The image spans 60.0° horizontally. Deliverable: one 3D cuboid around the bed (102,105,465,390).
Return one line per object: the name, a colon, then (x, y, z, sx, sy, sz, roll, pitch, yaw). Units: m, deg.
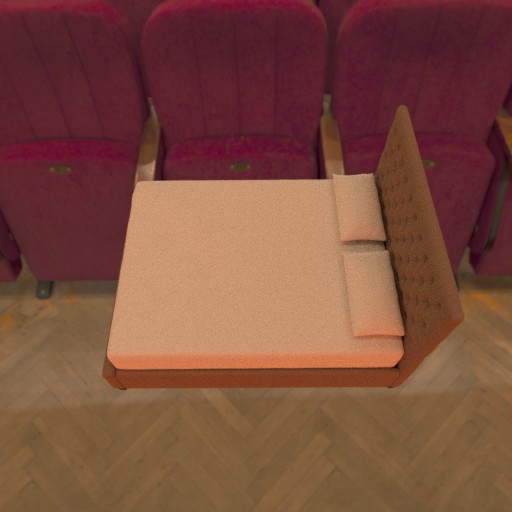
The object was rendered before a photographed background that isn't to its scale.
bed: (0.000, 0.000, 3.363, 2.233, 1.426, 1.696, 0, 59, 0)
